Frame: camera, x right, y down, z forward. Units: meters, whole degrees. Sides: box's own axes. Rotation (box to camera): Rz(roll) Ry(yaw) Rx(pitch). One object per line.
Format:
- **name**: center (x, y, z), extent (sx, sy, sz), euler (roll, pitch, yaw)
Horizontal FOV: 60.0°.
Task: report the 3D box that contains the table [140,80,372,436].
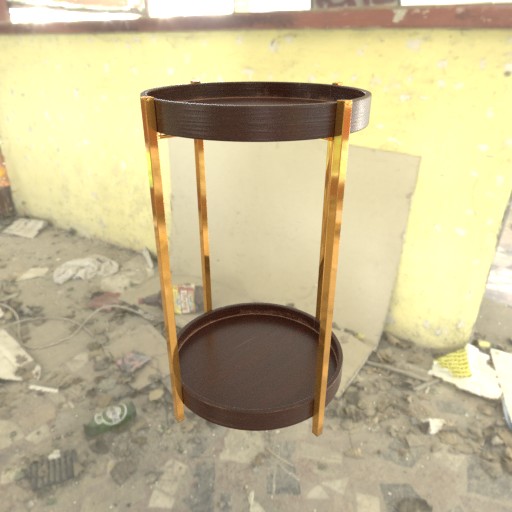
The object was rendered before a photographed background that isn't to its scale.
- **table**: center (0.000, 0.000, 0.858), extent (0.400, 0.610, 0.400), euler (-19, 32, -33)
